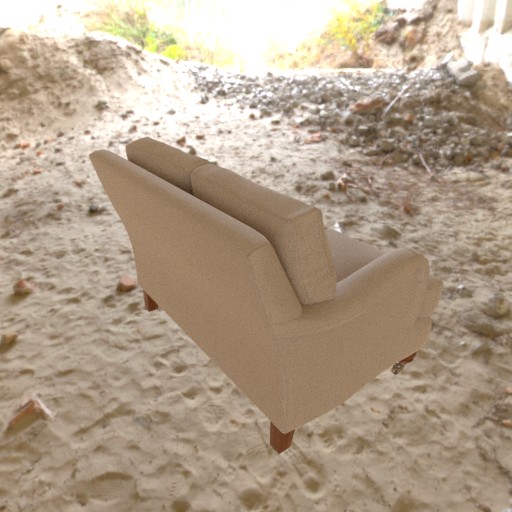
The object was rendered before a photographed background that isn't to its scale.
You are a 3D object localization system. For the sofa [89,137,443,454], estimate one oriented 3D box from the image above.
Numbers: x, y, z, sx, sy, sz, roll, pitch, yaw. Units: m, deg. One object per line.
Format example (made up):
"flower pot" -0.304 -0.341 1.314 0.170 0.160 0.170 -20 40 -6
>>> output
"sofa" 0.000 0.000 2.233 1.087 1.048 1.508 -18 32 -32
